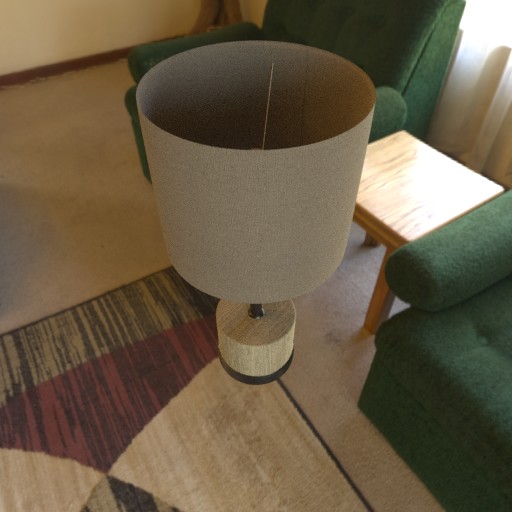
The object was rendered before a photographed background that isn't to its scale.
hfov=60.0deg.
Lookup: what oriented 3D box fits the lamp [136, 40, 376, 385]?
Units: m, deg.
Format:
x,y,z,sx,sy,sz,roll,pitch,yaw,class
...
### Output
x,y,z,sx,sy,sz,roll,pitch,yaw,class
0.000,0.000,0.593,0.229,0.470,0.229,31,53,27,lamp
